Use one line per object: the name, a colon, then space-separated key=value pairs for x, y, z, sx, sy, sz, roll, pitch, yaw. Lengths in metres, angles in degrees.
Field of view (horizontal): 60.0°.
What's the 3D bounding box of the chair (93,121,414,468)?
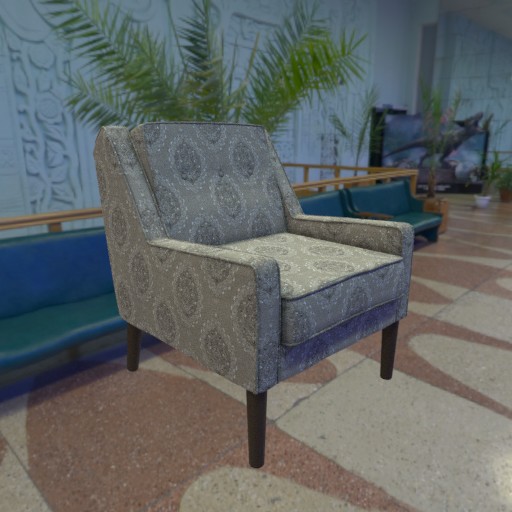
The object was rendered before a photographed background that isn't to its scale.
chair: x=0.000 y=0.000 z=1.359 sx=0.665 sy=0.797 sz=0.750 roll=-14 pitch=20 yaw=-41
